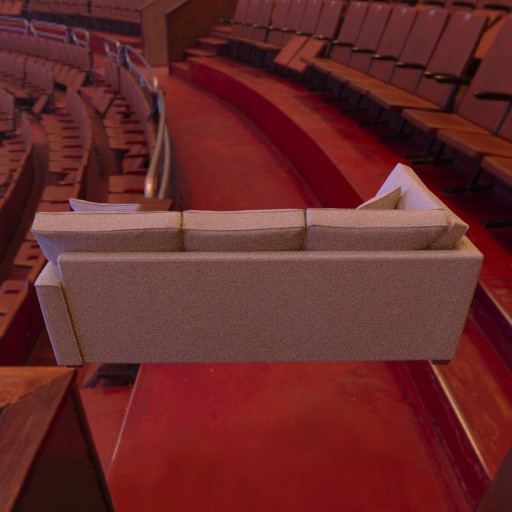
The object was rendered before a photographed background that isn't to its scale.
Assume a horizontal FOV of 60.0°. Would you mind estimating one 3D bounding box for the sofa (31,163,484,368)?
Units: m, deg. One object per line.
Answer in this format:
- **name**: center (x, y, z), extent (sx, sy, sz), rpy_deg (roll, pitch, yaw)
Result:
- **sofa**: center (0.000, 0.000, 2.806), extent (2.317, 0.962, 1.061), rpy_deg (0, 30, -1)
